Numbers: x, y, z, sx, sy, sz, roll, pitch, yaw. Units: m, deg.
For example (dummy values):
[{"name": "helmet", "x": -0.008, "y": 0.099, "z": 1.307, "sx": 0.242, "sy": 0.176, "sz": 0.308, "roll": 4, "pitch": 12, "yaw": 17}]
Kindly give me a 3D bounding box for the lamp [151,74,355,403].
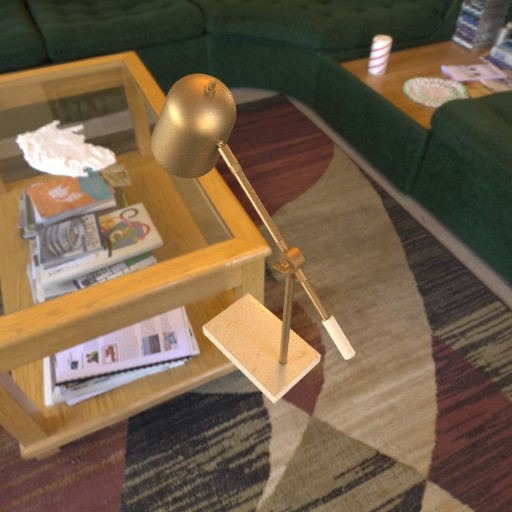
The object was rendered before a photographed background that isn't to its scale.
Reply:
[{"name": "lamp", "x": 0.000, "y": 0.000, "z": 0.805, "sx": 0.144, "sy": 0.603, "sz": 0.471, "roll": -35, "pitch": 56, "yaw": -27}]
